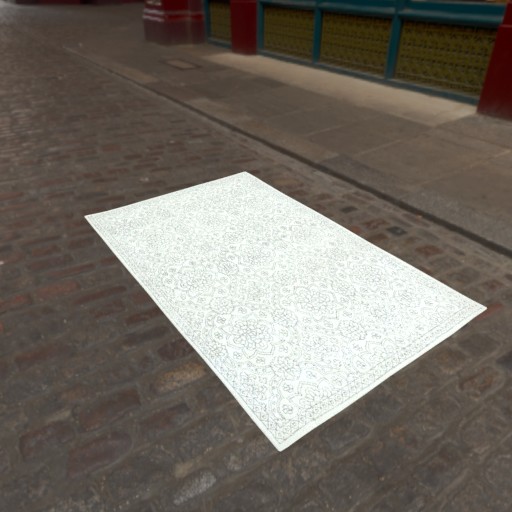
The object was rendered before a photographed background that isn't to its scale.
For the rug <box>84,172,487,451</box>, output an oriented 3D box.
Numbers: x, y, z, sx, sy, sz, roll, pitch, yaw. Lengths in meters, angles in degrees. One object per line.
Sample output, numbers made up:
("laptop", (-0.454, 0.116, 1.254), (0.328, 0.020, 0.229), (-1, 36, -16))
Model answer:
("rug", (0.000, 0.000, 2.979), (1.518, 0.023, 2.434), (-22, 40, -29))
